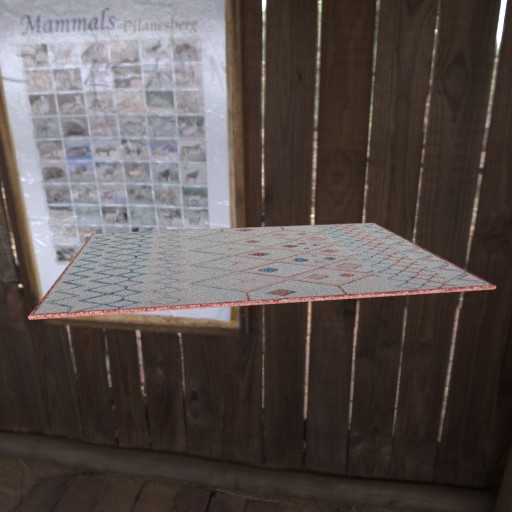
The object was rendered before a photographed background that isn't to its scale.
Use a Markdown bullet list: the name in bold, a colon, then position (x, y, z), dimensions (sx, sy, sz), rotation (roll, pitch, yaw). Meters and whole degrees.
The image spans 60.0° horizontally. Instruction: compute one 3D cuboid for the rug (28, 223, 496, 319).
- **rug**: position (0.000, 0.000, 2.276), dimensions (1.829, 0.016, 1.219), rotation (-3, 17, -9)
